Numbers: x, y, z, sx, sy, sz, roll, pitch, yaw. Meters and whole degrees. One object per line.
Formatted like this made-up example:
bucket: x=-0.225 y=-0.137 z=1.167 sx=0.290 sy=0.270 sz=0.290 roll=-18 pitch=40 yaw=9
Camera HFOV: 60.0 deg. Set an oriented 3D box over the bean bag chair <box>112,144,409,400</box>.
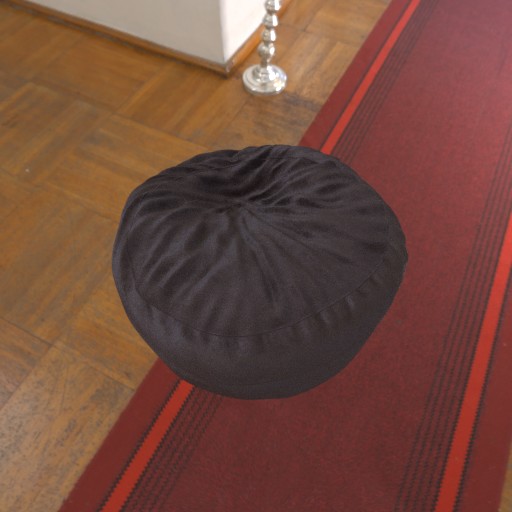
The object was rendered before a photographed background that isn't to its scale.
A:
bean bag chair: x=0.000 y=0.000 z=2.043 sx=1.245 sy=0.821 sz=1.245 roll=0 pitch=58 yaw=0
